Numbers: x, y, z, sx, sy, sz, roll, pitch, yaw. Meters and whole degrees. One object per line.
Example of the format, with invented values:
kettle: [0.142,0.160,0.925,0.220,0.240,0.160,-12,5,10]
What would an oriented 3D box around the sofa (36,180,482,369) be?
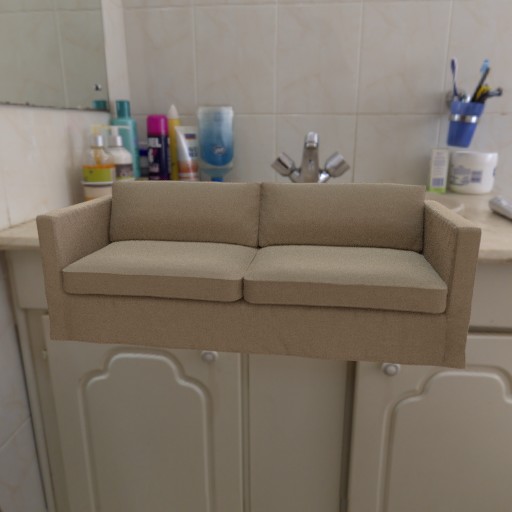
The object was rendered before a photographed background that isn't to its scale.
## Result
sofa: [0.000,0.000,2.724,2.312,0.853,0.962,2,16,8]
